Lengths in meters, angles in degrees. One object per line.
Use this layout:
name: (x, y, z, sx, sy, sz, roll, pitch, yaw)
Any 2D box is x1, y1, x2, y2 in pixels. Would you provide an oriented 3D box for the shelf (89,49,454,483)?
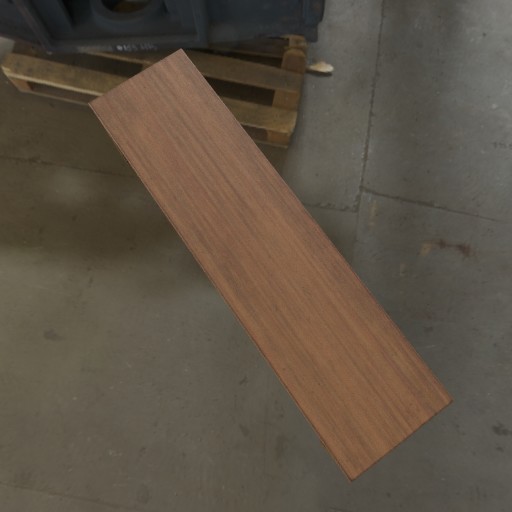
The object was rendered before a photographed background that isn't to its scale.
shelf: (0.000, 0.000, 0.703, 0.166, 0.190, 0.636, -34, 79, -8)
